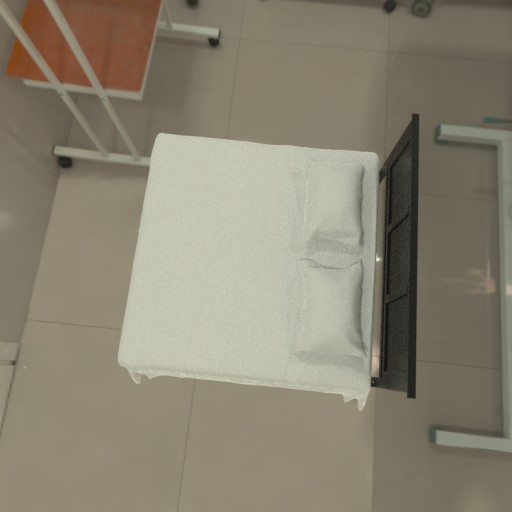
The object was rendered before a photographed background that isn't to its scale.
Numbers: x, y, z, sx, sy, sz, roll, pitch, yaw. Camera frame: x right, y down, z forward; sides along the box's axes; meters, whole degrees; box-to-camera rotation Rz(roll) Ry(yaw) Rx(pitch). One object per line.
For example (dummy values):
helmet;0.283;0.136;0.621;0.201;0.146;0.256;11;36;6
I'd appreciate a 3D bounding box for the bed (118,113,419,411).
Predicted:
bed;0.000;0.000;3.637;2.219;1.271;2.315;6;76;1
